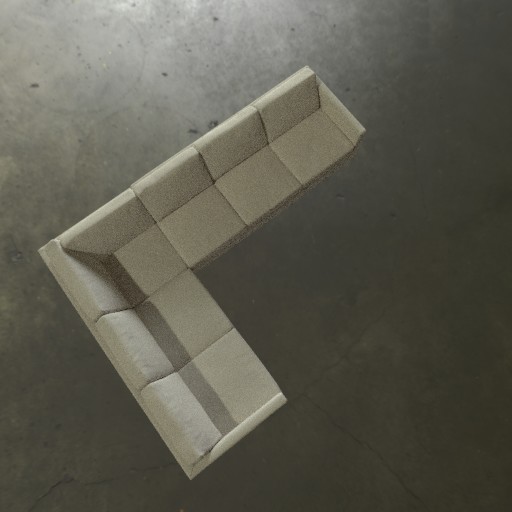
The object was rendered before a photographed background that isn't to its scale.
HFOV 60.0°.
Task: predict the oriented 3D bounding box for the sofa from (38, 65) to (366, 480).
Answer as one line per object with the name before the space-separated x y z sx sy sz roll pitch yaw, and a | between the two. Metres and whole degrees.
sofa | 0.000 0.000 4.258 3.182 0.863 2.432 -37 79 -8
